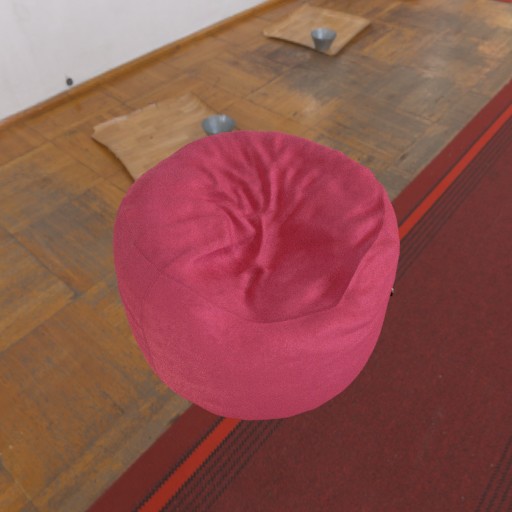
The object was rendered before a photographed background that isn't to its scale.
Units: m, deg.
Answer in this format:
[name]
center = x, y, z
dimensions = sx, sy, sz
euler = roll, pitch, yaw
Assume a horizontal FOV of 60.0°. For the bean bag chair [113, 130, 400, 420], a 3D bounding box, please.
[bean bag chair]
center = 0.000, 0.000, 1.973
dimensions = 1.218, 0.788, 1.218
euler = 0, 47, 0
